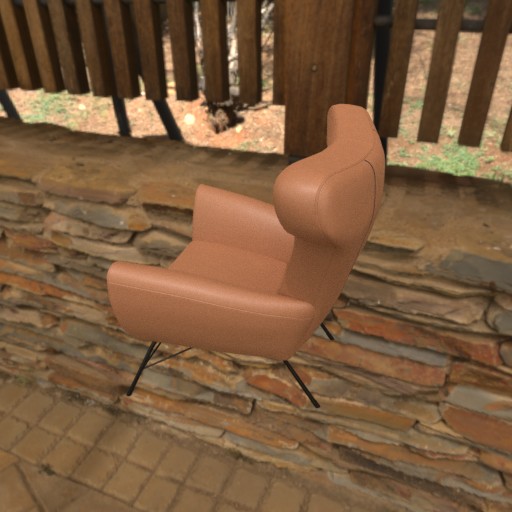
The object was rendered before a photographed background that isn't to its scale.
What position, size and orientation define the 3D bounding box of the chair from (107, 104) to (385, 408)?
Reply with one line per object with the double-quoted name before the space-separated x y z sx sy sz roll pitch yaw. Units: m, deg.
"chair" 0.000 0.000 1.782 0.900 1.050 0.980 8 31 14
